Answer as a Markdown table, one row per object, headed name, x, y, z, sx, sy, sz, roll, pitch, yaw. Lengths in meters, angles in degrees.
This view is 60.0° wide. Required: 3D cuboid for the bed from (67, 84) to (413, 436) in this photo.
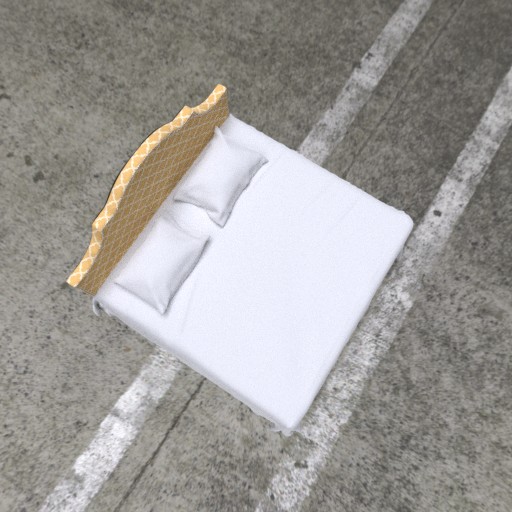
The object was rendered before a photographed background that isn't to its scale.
| name | x | y | z | sx | sy | sz | roll | pitch | yaw |
| --- | --- | --- | --- | --- | --- | --- | --- | --- | --- |
| bed | 0.000 | 0.000 | 3.669 | 2.222 | 1.601 | 2.314 | 32 | 77 | 8 |
